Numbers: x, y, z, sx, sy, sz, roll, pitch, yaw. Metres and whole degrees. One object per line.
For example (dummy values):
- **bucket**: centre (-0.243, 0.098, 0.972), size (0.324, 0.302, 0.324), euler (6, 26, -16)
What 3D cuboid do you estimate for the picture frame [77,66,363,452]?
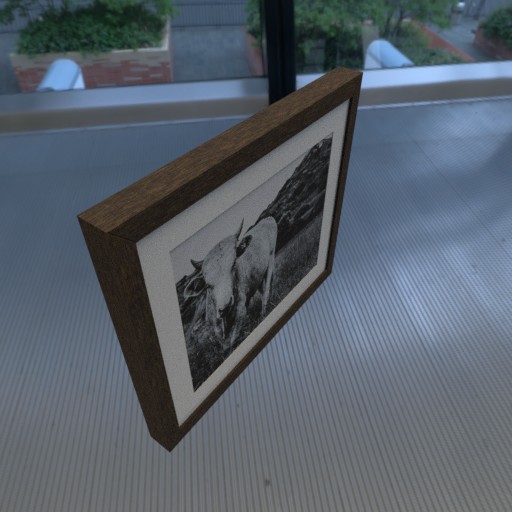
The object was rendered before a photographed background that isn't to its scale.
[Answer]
- **picture frame**: centre (0.000, 0.000, 0.529), size (0.033, 0.330, 0.378), euler (27, 48, 27)
